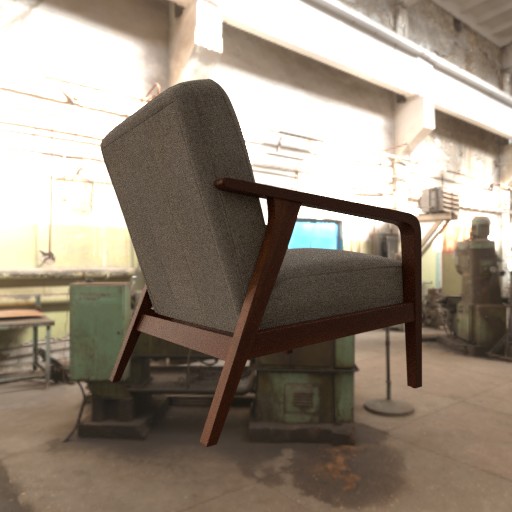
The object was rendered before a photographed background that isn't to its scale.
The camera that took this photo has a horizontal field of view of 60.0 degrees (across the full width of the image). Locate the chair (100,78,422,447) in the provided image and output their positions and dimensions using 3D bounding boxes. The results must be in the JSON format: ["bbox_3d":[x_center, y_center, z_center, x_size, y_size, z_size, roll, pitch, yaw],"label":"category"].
[{"bbox_3d":[0.000,0.000,1.451,0.858,0.847,0.704,0,-1,-36],"label":"chair"}]
